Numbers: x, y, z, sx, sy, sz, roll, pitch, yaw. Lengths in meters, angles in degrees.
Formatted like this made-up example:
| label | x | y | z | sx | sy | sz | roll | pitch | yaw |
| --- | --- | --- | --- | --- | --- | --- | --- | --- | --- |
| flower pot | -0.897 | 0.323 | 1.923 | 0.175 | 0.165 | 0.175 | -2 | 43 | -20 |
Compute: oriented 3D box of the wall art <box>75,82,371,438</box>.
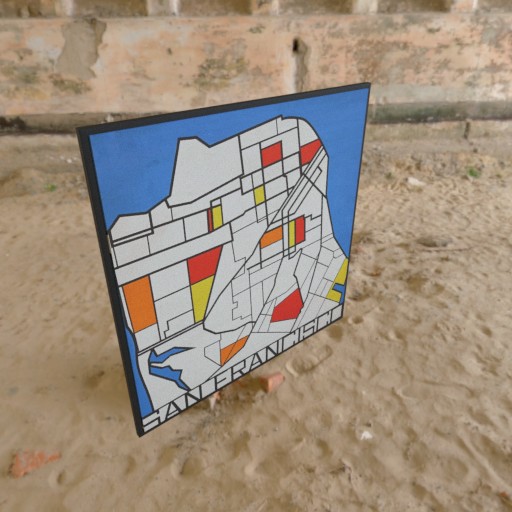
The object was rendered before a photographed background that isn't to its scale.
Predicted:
| label | x | y | z | sx | sy | sz | roll | pitch | yaw |
| --- | --- | --- | --- | --- | --- | --- | --- | --- | --- |
| wall art | 0.000 | 0.000 | 0.983 | 0.664 | 0.663 | 0.015 | -22 | 37 | -33 |
